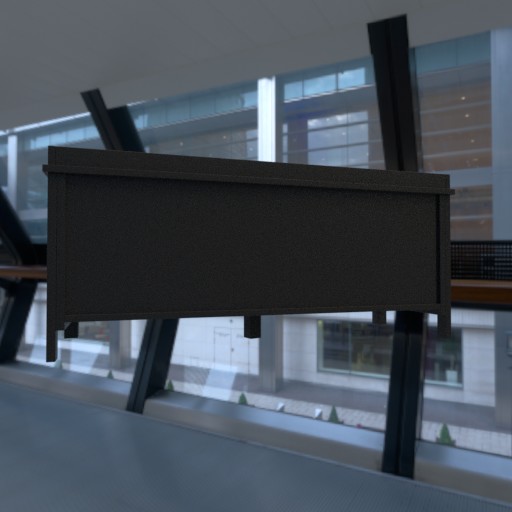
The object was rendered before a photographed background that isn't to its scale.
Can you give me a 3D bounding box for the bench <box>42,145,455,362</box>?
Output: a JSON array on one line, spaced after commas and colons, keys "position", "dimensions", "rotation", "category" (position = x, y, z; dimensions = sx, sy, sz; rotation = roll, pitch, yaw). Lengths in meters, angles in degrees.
[{"position": [0.000, 0.000, 1.363], "dimensions": [1.140, 0.501, 0.398], "rotation": [0, -1, -17], "category": "bench"}]
